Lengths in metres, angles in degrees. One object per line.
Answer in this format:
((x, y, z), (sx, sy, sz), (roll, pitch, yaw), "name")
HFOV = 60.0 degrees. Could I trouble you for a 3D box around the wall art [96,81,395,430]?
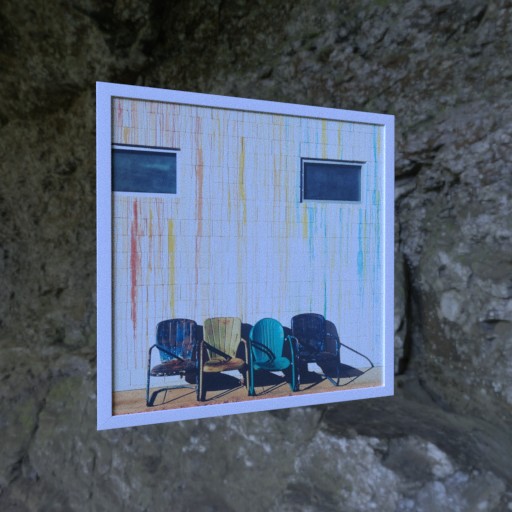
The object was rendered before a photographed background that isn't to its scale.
((0.000, 0.000, 0.452), (0.305, 0.305, 0.038), (0, 1, -18), "wall art")
